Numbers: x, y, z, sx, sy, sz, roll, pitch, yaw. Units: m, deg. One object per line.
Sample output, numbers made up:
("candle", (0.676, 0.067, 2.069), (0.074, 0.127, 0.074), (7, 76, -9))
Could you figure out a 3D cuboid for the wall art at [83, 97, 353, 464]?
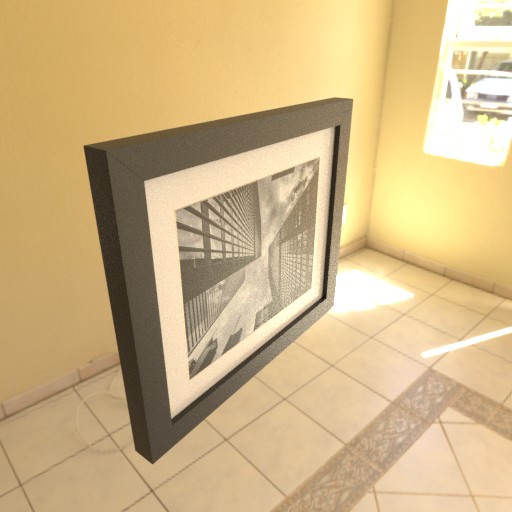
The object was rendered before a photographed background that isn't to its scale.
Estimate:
("wall art", (0.000, 0.000, 0.526), (0.028, 0.321, 0.381), (19, 32, 34))
